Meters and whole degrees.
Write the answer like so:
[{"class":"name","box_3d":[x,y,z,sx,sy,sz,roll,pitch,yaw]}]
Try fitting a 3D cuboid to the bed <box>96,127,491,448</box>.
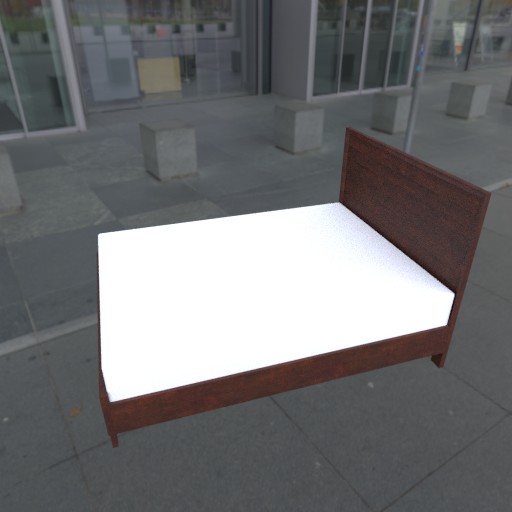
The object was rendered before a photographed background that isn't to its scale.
[{"class":"bed","box_3d":[0.000,0.000,3.099,2.184,1.270,1.600,-9,31,-16]}]
